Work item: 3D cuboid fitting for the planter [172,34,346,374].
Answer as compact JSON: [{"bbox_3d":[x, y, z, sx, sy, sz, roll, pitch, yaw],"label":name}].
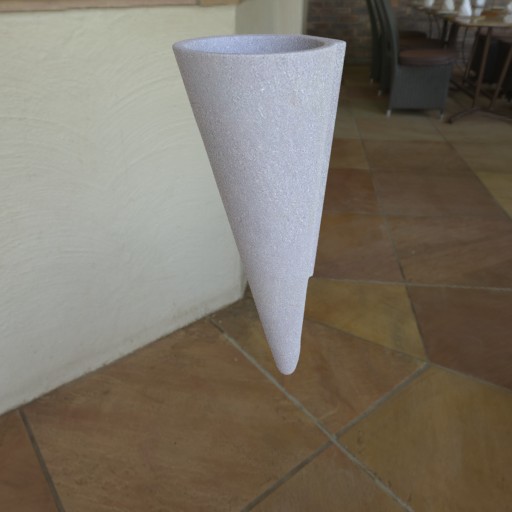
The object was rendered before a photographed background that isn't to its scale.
[{"bbox_3d":[0.000,0.000,0.296,0.087,0.259,0.078,-21,38,-29],"label":"planter"}]
